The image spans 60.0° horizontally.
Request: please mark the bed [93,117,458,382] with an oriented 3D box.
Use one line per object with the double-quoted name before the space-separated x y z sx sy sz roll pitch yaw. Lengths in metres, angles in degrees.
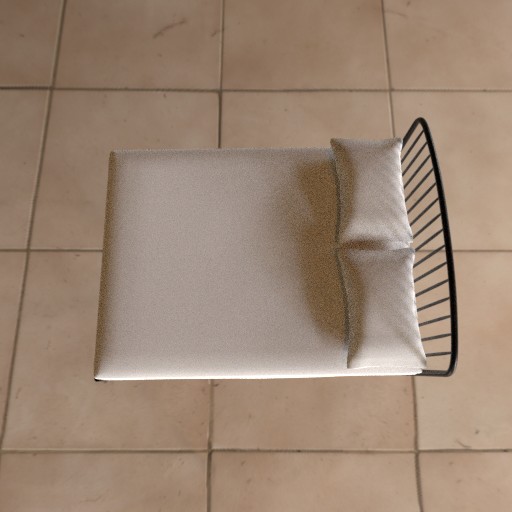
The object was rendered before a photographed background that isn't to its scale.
"bed" 0.000 0.000 3.012 2.159 1.166 1.618 -1 75 0
